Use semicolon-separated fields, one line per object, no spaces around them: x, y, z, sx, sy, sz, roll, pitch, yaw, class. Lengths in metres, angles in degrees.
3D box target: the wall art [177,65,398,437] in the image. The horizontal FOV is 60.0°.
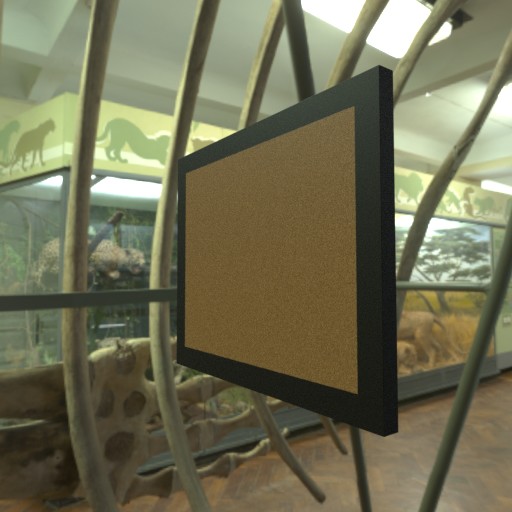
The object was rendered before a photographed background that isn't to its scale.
0.000;0.000;0.779;0.028;0.460;0.561;2;-3;-36;wall art
